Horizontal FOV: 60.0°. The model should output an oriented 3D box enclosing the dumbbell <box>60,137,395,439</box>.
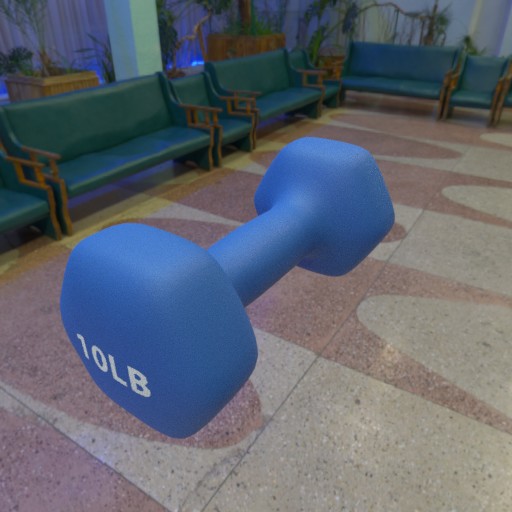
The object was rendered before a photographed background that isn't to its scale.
[{"bbox_3d":[0.000,0.000,0.258,0.103,0.093,0.212,20,37,30],"label":"dumbbell"}]
